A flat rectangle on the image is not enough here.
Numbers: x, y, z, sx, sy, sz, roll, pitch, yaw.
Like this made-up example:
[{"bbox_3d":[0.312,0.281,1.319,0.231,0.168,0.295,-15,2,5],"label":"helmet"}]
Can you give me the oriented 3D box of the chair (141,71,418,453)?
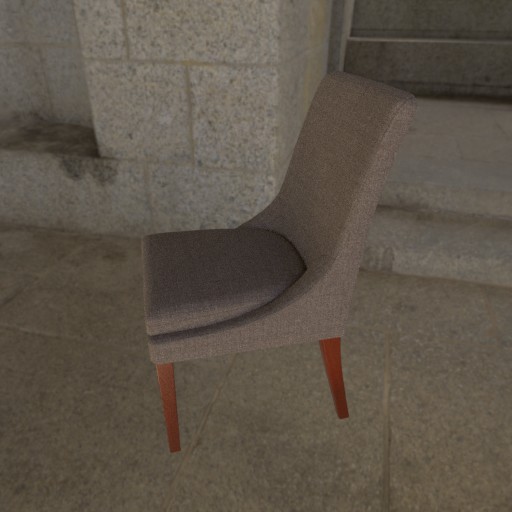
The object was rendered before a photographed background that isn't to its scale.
[{"bbox_3d":[0.000,0.000,1.305,0.655,0.952,0.508,-7,30,-12],"label":"chair"}]
